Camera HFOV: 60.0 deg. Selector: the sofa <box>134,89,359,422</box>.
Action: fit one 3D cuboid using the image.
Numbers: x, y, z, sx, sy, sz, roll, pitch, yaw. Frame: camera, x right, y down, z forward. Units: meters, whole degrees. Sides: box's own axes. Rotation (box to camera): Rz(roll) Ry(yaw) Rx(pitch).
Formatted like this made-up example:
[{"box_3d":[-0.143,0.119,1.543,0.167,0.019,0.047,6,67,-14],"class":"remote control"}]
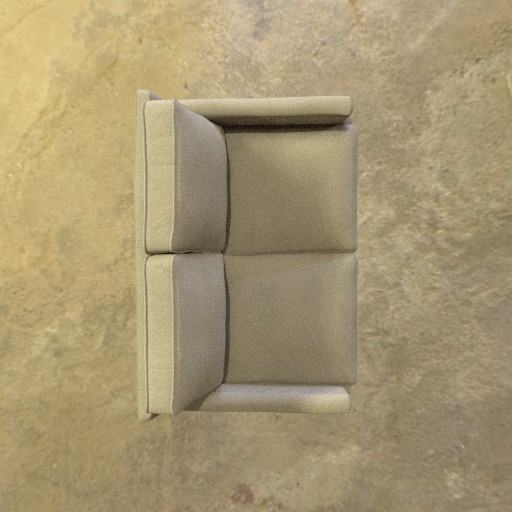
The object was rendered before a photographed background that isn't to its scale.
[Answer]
[{"box_3d":[0.000,0.000,2.334,1.084,1.003,1.597,0,91,1],"class":"sofa"}]
